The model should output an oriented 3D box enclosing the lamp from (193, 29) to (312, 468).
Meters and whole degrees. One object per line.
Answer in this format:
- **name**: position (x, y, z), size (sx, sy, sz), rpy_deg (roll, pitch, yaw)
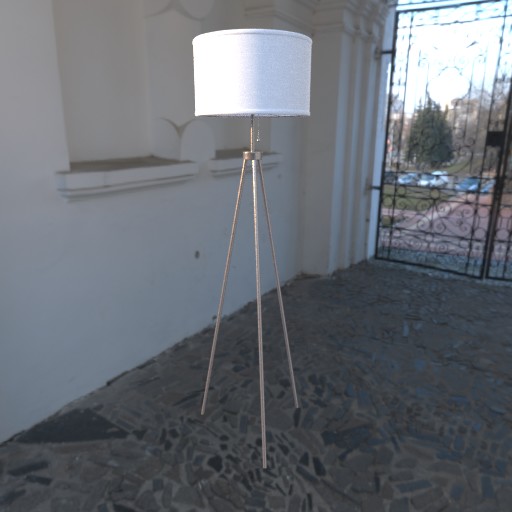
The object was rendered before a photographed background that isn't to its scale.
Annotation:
- **lamp**: position (0.000, 0.000, 1.758), size (0.458, 1.545, 0.448), rpy_deg (-14, 21, -42)
